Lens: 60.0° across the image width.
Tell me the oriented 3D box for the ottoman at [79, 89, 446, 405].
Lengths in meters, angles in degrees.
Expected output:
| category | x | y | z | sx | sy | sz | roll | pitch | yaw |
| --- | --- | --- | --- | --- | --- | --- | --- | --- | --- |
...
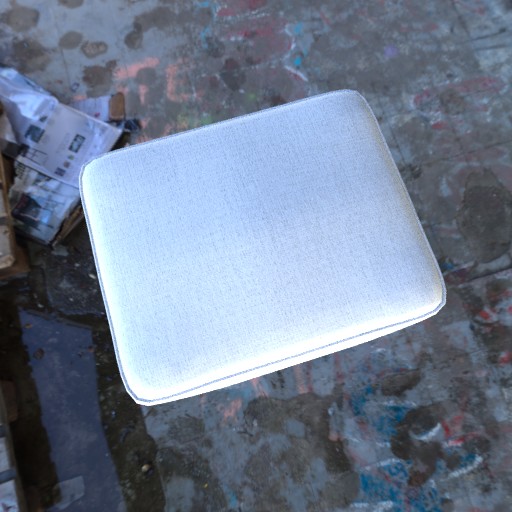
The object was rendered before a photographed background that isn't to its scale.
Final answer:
| category | x | y | z | sx | sy | sz | roll | pitch | yaw |
| --- | --- | --- | --- | --- | --- | --- | --- | --- | --- |
| ottoman | 0.000 | 0.000 | 1.174 | 0.738 | 0.537 | 0.589 | -17 | 76 | -4 |
